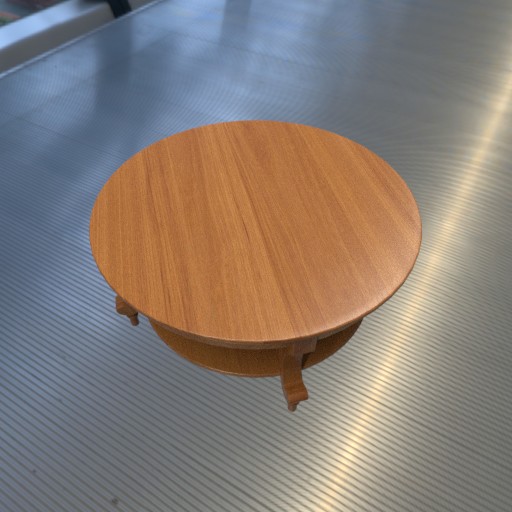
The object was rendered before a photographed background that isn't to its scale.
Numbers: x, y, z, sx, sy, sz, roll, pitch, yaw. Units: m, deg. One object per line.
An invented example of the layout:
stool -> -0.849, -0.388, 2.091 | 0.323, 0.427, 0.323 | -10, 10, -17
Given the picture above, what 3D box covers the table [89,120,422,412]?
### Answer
table -> 0.000, 0.000, 1.583 | 1.029, 0.490, 1.029 | 0, 47, 0
